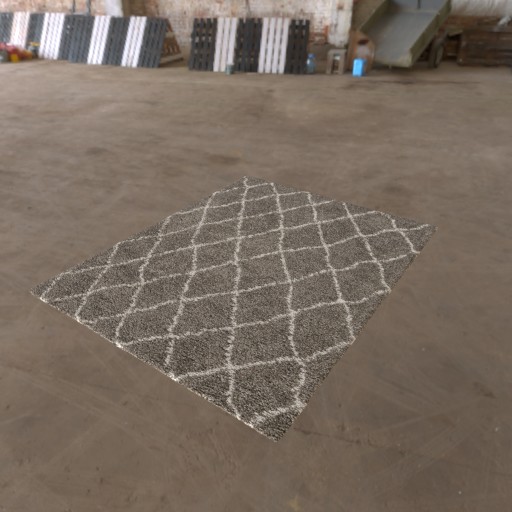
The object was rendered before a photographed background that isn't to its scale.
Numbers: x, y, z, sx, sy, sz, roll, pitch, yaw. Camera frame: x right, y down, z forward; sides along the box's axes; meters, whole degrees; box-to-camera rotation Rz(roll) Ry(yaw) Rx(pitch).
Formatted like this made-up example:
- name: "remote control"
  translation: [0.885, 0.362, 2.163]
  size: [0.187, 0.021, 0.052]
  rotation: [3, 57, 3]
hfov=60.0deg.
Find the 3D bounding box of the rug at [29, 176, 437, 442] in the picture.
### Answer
- name: "rug"
  translation: [0.000, 0.000, 4.095]
  size: [2.438, 0.029, 3.047]
  rotation: [21, 38, 29]
